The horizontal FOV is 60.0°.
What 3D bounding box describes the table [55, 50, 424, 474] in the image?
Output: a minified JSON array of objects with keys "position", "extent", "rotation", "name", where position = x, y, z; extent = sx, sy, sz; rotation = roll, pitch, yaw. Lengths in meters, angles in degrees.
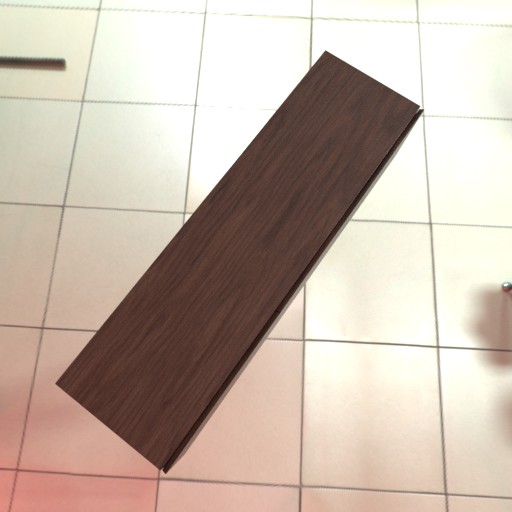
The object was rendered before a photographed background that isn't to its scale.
[{"position":[0.000,0.000,1.626],"extent":[0.405,0.508,1.397],"rotation":[35,77,9],"name":"table"}]
